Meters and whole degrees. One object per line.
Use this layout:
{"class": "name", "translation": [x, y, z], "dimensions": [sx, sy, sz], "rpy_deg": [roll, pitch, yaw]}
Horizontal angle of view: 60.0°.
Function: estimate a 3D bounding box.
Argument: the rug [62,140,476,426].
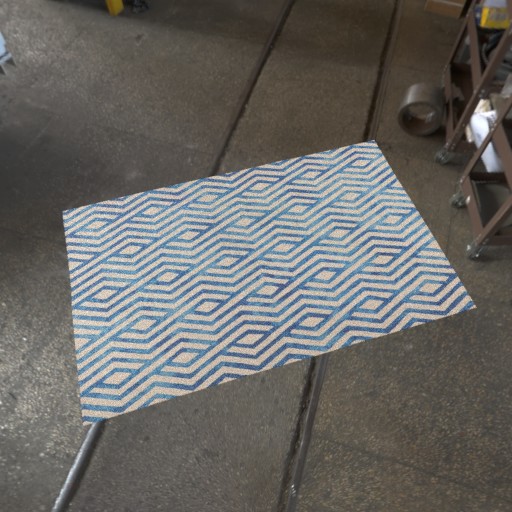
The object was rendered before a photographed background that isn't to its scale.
{"class": "rug", "translation": [0.000, 0.000, 2.985], "dimensions": [2.439, 0.008, 1.531], "rpy_deg": [-15, 60, -9]}
